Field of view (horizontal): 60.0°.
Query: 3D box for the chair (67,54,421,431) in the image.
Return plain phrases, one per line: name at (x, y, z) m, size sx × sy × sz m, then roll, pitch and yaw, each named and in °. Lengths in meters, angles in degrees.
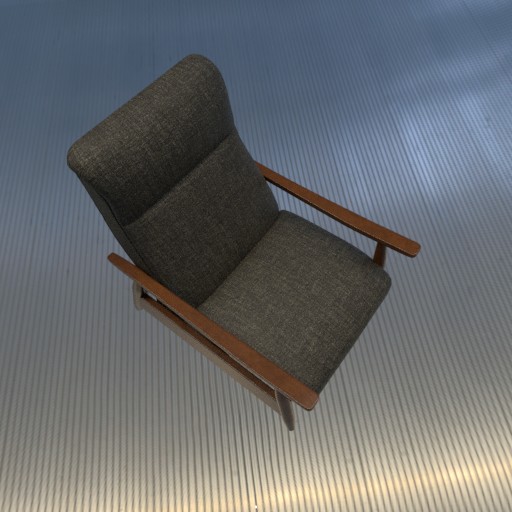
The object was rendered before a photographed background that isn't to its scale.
chair at (0.000, 0.000, 1.759) m, size 1.014 × 1.082 × 0.762 m, roll 34°, pitch 66°, yaw 17°
